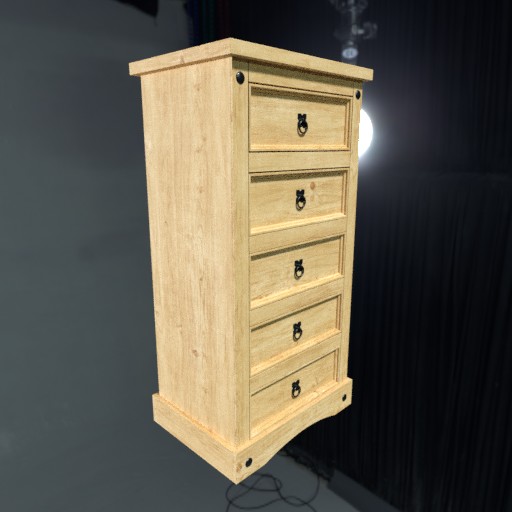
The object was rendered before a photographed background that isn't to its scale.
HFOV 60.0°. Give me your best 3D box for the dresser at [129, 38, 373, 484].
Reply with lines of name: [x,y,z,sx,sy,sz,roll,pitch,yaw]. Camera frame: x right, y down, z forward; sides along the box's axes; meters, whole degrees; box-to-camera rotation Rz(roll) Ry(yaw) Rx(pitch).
dresser: [0.000,0.000,1.309,0.531,1.041,0.390,-13,19,-43]
